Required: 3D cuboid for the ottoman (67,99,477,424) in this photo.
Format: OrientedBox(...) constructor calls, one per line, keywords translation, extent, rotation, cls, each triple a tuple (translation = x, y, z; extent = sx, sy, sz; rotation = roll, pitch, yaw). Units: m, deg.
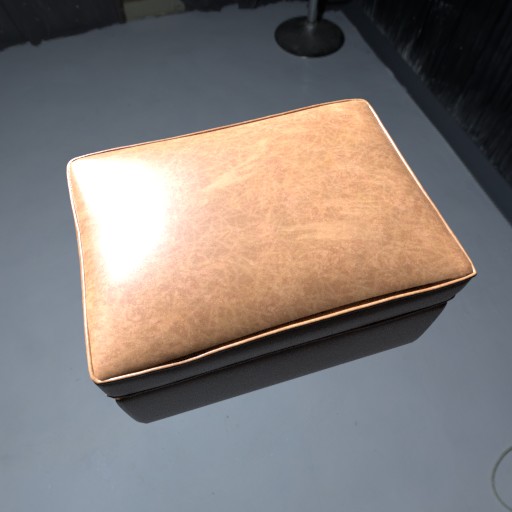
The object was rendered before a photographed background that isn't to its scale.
OrientedBox(translation=(0.000, 0.000, 1.082), extent=(0.756, 0.468, 0.554), rotation=(-14, 60, -9), cls="ottoman")
